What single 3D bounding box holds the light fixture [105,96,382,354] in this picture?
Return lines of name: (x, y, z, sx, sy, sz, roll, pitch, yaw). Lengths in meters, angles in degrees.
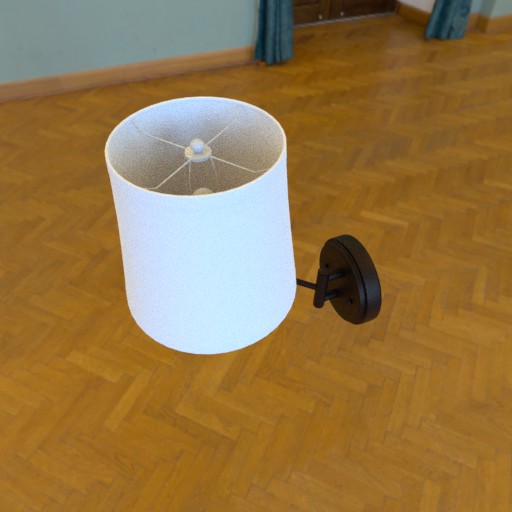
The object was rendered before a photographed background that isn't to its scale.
light fixture: (0.000, 0.000, 0.265, 0.157, 0.172, 0.100, -16, 49, -14)
